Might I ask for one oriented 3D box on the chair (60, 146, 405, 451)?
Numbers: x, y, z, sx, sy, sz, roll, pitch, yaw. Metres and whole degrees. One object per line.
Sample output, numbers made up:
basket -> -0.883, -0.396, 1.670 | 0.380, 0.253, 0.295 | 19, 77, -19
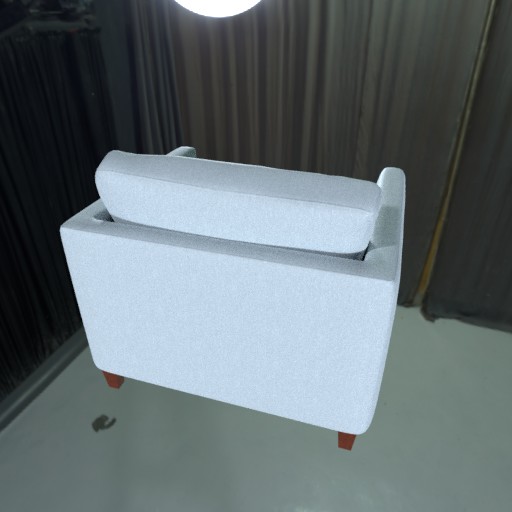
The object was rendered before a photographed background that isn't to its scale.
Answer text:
chair -> 0.000, 0.000, 1.828 | 1.107, 0.961, 0.953 | 9, 32, 15
